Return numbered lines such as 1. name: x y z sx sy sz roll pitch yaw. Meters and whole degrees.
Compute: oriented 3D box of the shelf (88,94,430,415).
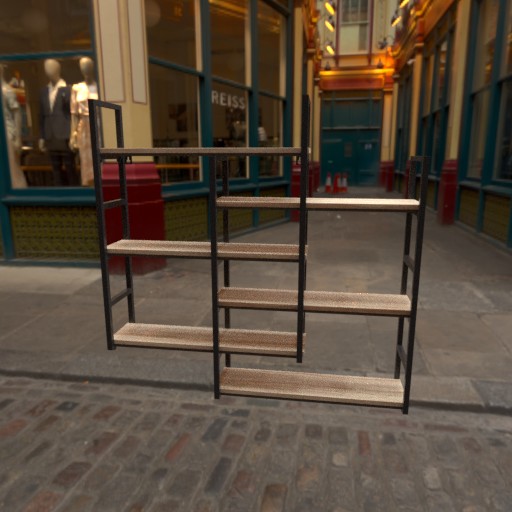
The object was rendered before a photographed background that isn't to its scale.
1. shelf: 0.000 0.000 1.376 0.946 0.921 0.183 2 13 8
